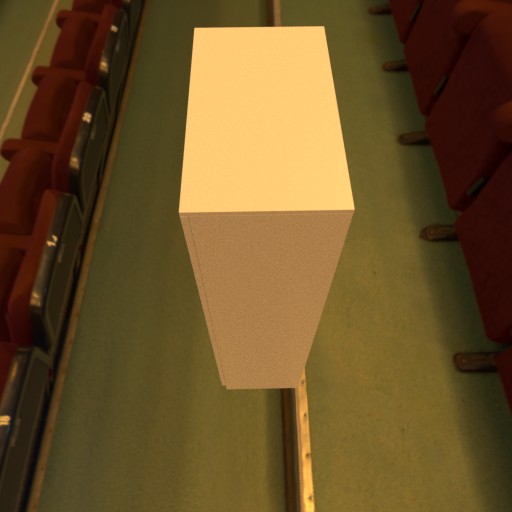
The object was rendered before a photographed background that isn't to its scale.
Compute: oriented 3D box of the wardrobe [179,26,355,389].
[{"bbox_3d":[0.000,0.000,2.011,0.470,1.700,0.760,-1,59,-1],"label":"wardrobe"}]
